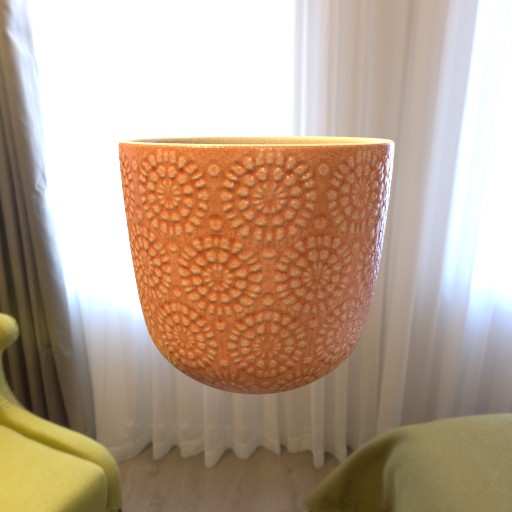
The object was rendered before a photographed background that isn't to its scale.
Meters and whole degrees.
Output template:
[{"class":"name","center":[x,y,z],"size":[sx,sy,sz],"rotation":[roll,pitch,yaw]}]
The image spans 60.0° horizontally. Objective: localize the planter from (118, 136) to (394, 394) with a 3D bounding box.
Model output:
[{"class":"planter","center":[0.000,0.000,0.373],"size":[0.208,0.190,0.208],"rotation":[0,16,0]}]
